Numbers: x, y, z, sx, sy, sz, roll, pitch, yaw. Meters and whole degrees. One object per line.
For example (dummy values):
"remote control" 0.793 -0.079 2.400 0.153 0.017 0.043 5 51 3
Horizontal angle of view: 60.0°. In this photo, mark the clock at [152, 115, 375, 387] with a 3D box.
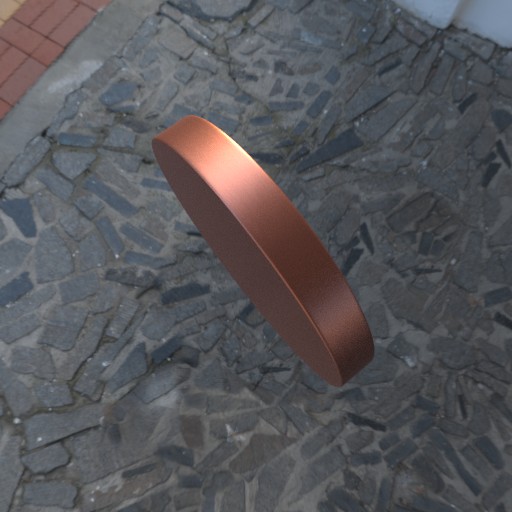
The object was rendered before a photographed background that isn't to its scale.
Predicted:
"clock" 0.000 0.000 0.474 0.040 0.313 0.313 -37 78 -9
